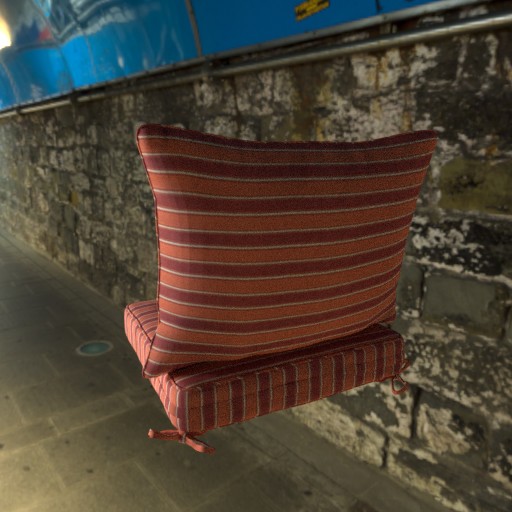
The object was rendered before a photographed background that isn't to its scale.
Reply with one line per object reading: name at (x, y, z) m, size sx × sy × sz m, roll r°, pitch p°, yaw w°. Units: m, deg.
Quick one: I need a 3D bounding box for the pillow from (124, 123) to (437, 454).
pillow at (0.000, 0.000, 1.328) m, size 0.799 × 0.723 × 0.733 m, roll -7°, pitch 15°, yaw -26°
